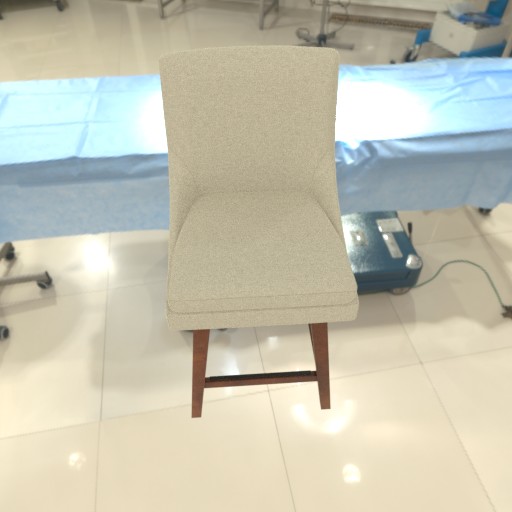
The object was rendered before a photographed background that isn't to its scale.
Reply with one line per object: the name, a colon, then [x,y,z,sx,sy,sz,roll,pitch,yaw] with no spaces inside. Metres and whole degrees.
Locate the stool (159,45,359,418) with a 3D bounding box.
stool: [0.000,0.000,1.297,0.469,0.991,0.559,-3,47,-3]
